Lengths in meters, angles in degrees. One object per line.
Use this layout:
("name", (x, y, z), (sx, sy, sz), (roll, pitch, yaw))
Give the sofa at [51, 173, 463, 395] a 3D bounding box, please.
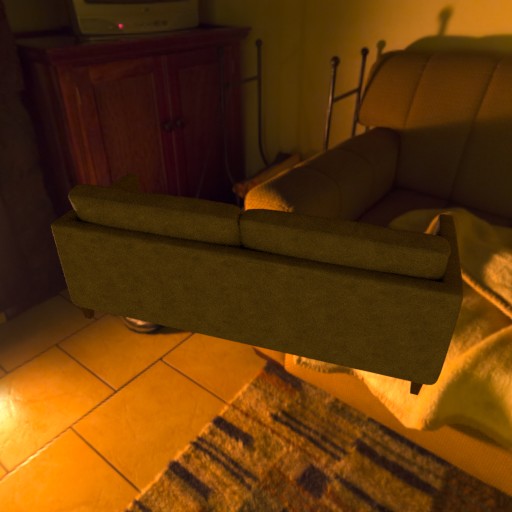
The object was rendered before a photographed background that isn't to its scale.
("sofa", (0.000, 0.000, 2.965), (2.434, 0.965, 0.951), (10, 33, 15))
